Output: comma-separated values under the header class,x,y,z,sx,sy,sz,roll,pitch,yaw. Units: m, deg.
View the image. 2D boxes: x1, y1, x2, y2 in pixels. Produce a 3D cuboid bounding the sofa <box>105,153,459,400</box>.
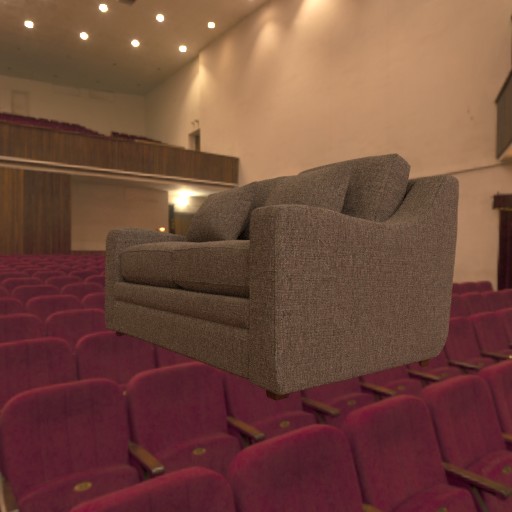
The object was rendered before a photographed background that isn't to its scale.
class,x,y,z,sx,sy,sz,roll,pitch,yaw
sofa,0.000,0.000,2.428,1.120,0.991,1.778,0,0,-37
